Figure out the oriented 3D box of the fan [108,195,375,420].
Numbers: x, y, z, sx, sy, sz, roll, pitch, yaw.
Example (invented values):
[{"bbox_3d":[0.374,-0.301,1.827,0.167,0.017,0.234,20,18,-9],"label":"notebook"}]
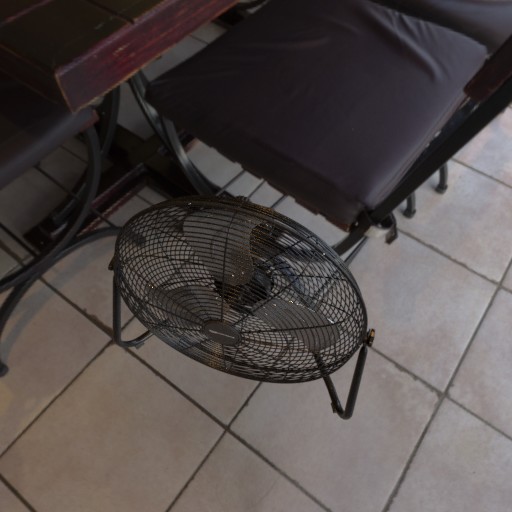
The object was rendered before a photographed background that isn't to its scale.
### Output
[{"bbox_3d":[0.000,0.000,0.920,0.555,0.546,0.424,15,59,9],"label":"fan"}]
